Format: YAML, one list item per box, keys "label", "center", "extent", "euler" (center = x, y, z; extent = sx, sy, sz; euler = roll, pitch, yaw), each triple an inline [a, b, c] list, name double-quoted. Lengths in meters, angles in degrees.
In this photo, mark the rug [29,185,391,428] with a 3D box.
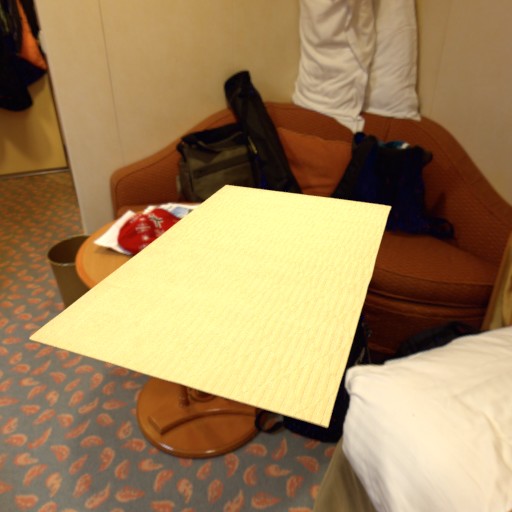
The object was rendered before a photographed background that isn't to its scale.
- label: "rug"
  center: [0.000, 0.000, 2.982]
  extent: [1.531, 0.014, 2.441]
  euler: [10, 30, 18]
